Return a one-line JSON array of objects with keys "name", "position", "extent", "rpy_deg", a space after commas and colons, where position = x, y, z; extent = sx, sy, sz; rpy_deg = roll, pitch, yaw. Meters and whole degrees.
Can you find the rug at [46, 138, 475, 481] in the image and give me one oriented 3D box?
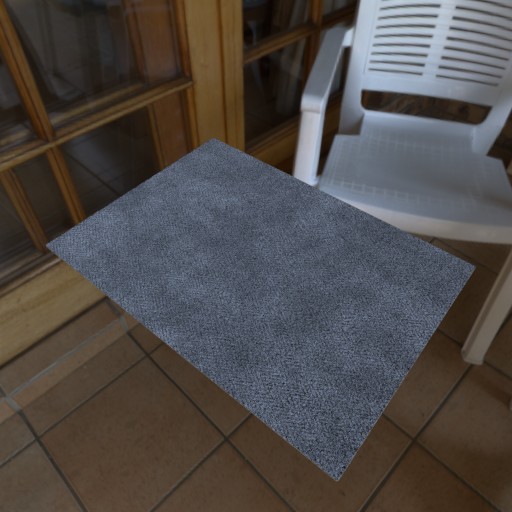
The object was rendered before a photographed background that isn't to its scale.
[{"name": "rug", "position": [0.000, 0.000, 2.824], "extent": [2.235, 0.008, 1.600], "rpy_deg": [31, 55, 25]}]
